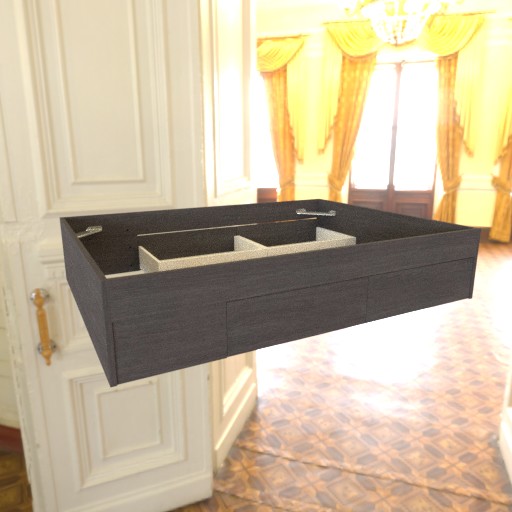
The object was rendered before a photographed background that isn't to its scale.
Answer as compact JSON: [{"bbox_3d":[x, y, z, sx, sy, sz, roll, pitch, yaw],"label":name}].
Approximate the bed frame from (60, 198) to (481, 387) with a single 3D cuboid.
[{"bbox_3d":[0.000,0.000,2.581,1.944,0.459,1.448,-8,16,-27],"label":"bed frame"}]
